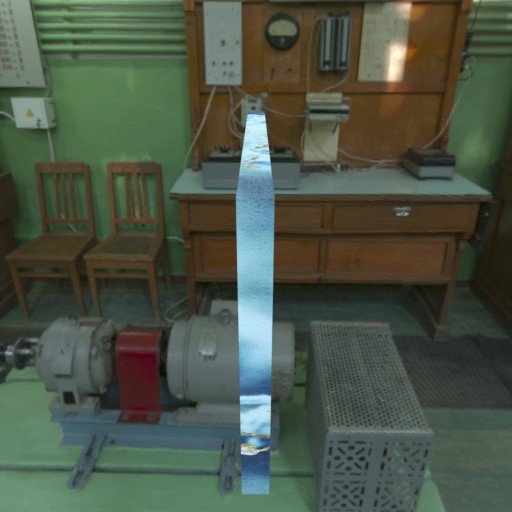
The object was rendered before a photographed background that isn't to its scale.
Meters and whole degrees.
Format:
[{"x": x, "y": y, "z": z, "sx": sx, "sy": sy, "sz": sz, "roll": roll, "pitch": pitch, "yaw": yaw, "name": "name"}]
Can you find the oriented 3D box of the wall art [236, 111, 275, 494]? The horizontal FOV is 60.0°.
[{"x": 0.000, "y": 0.000, "z": 0.770, "sx": 0.036, "sy": 0.405, "sz": 0.607, "roll": 0, "pitch": 25, "yaw": 0, "name": "wall art"}]
